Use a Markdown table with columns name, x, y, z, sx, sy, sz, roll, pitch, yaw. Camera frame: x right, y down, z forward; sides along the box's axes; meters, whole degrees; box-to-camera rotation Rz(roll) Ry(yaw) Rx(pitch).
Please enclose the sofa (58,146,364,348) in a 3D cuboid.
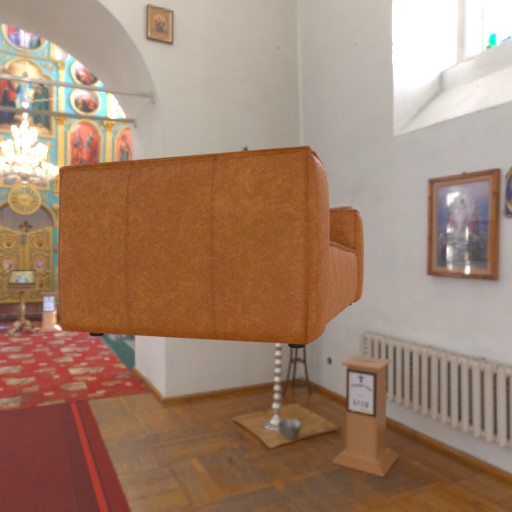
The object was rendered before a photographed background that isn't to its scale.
| name | x | y | z | sx | sy | sz | roll | pitch | yaw |
| --- | --- | --- | --- | --- | --- | --- | --- | --- | --- |
| sofa | 0.000 | 0.000 | 2.585 | 1.102 | 0.703 | 2.088 | 0 | -1 | 18 |
